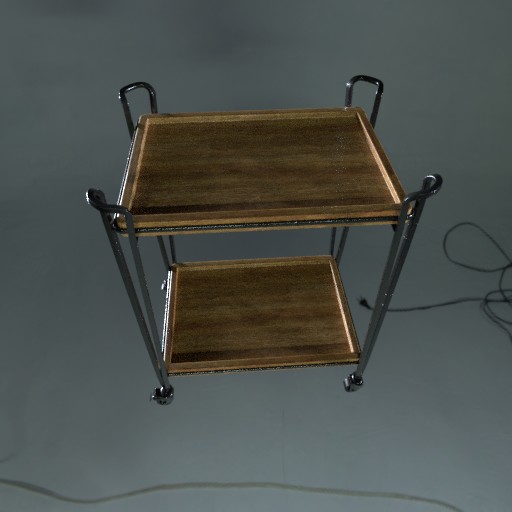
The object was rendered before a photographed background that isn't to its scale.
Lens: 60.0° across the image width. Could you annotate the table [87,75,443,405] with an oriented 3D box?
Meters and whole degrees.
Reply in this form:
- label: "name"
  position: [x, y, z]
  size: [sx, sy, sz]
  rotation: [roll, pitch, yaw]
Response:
- label: "table"
  position: [0.000, 0.000, 1.235]
  size: [0.672, 0.785, 0.505]
  rotation: [-3, 45, -3]
